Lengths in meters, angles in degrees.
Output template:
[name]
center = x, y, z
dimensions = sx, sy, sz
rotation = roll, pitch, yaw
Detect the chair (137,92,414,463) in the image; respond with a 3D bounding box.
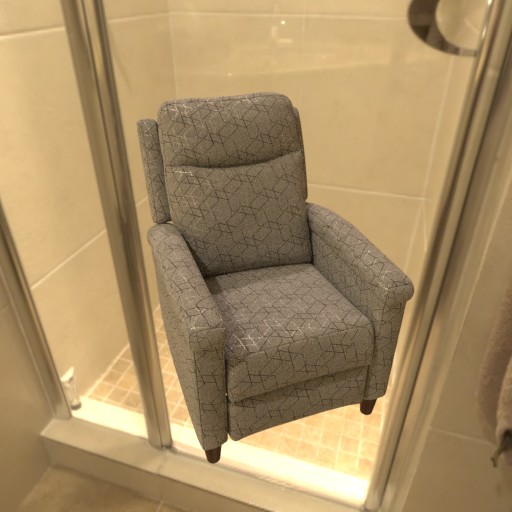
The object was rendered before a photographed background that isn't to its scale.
[chair]
center = 0.000, 0.000, 1.707
dimensions = 0.753, 1.048, 0.987
rotation = -10, 33, -16
